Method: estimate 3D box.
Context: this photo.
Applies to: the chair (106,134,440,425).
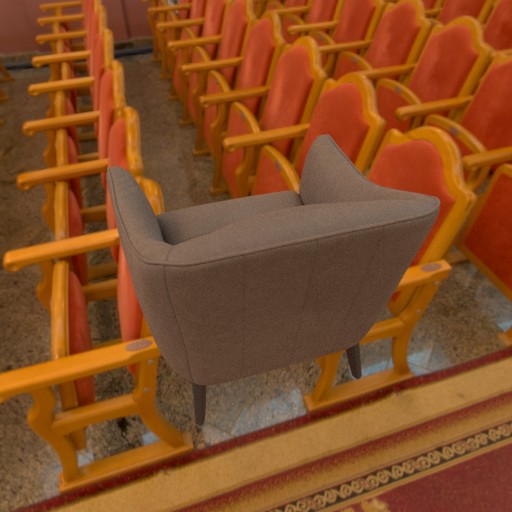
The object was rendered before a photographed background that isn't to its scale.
[{"bbox_3d":[0.000,0.000,1.507,0.871,0.830,0.852,-12,43,-13],"label":"chair"}]
